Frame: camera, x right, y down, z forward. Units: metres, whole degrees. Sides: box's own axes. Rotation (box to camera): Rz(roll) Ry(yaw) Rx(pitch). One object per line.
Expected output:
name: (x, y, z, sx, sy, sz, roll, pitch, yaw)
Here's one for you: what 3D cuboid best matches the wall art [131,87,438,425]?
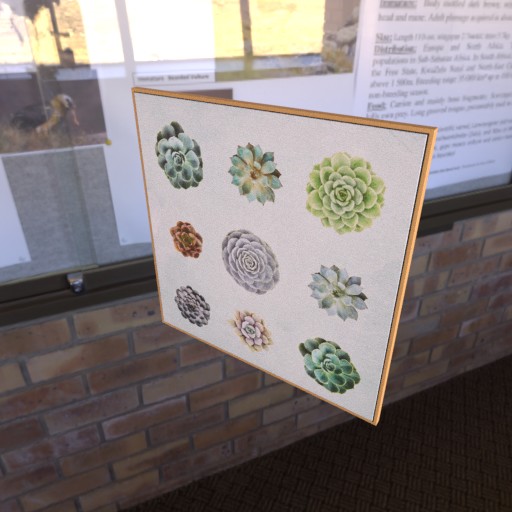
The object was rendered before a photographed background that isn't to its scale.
wall art: (0.000, 0.000, 0.689, 0.457, 0.455, 0.013, 19, 35, 29)
